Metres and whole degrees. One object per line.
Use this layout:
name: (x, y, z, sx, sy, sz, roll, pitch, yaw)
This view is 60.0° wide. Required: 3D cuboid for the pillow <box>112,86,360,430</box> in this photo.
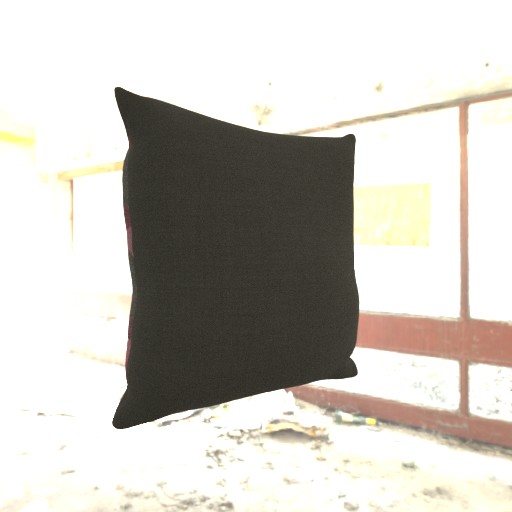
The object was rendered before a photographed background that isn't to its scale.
pillow: (0.000, 0.000, 0.775, 0.503, 0.496, 0.208, 0, 0, -35)
